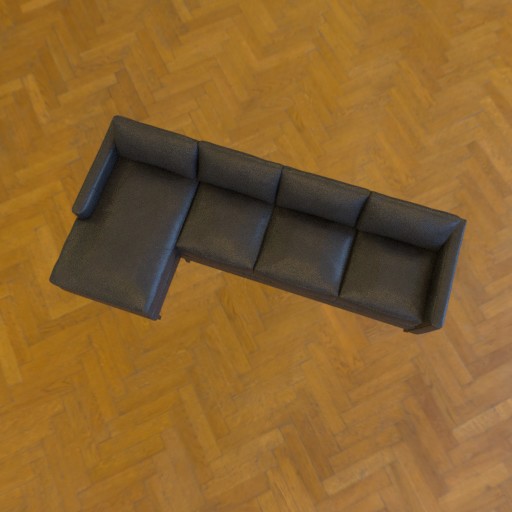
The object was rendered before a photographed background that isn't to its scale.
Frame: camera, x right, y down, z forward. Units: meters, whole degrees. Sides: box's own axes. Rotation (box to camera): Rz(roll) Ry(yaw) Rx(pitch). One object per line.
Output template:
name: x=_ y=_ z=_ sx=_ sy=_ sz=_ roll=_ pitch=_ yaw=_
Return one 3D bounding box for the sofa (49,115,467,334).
sofa: x=0.000 y=0.000 z=3.592 sx=2.993 sy=0.859 sz=1.471 roll=17 pitch=75 yaw=5
